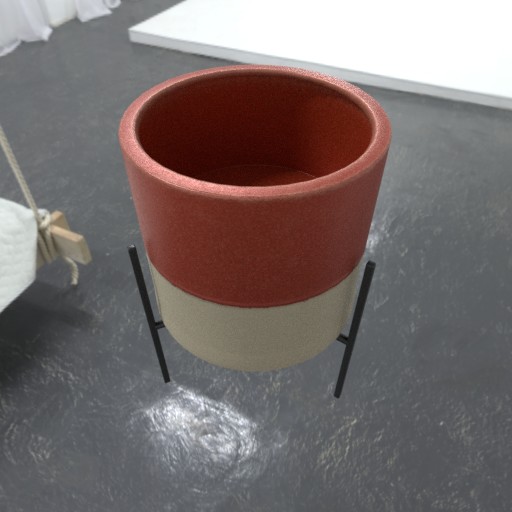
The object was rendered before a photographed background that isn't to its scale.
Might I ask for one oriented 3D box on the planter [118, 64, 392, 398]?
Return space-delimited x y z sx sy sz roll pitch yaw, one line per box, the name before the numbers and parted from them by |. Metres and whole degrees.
planter | 0.000 0.000 0.513 0.235 0.354 0.251 4 45 4
